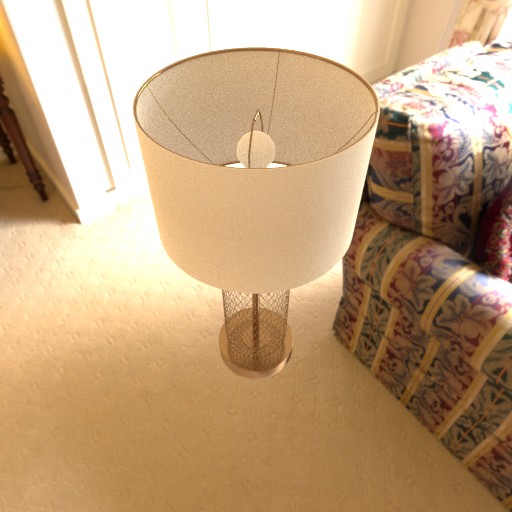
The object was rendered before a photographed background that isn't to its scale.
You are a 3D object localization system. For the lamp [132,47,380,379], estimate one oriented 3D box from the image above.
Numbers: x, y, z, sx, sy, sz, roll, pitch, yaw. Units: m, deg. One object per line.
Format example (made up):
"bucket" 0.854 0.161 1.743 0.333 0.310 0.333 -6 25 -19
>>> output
"lamp" 0.000 0.000 0.634 0.252 0.483 0.252 10 48 9
